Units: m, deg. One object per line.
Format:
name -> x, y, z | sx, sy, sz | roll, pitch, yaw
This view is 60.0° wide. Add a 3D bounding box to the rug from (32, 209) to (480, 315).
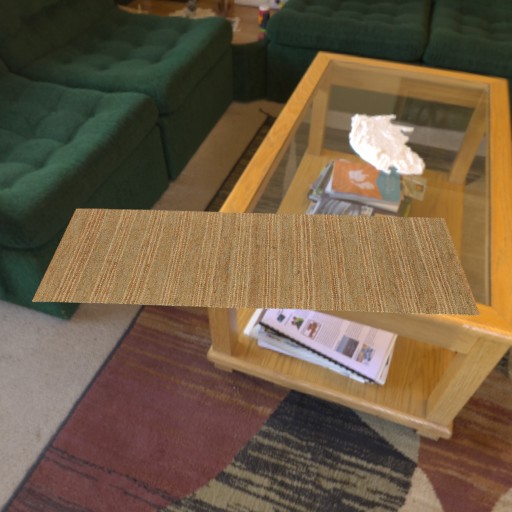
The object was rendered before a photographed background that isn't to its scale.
rug -> 0.000, 0.000, 2.676 | 2.438, 0.006, 0.783 | 2, 47, 2
